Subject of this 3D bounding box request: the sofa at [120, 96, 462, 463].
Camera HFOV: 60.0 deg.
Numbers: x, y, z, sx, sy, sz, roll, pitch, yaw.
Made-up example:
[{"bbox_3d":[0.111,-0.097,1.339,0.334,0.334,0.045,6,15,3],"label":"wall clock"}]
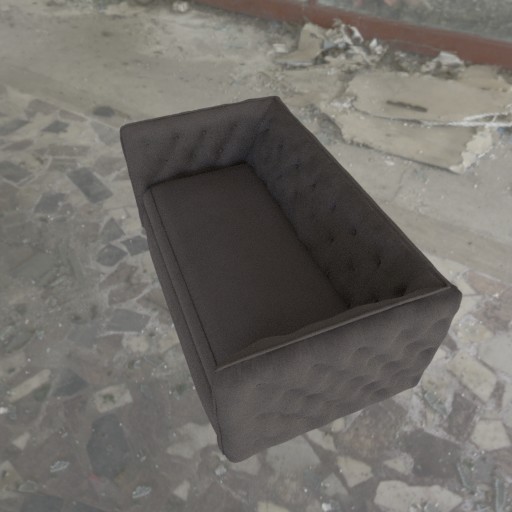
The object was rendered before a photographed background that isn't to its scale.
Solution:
[{"bbox_3d":[0.000,0.000,2.126,0.909,0.810,1.583,-17,49,-15],"label":"sofa"}]
